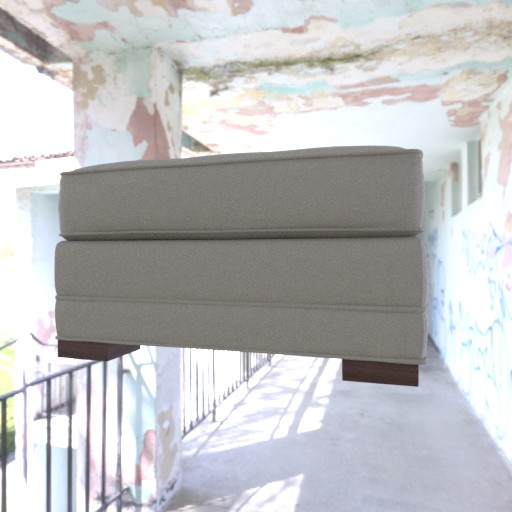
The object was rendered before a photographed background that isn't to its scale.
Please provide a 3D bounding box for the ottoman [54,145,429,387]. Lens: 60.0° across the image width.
[{"bbox_3d":[0.000,0.000,1.203,0.848,0.482,0.611,0,0,17],"label":"ottoman"}]
